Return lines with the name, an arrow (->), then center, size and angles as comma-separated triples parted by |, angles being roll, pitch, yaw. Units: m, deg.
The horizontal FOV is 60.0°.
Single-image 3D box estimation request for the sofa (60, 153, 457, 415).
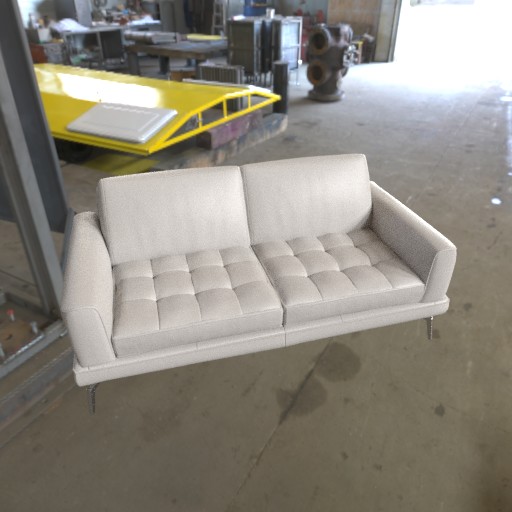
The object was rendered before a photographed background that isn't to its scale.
sofa -> 0.000, 0.000, 2.745 | 2.177, 0.930, 1.121 | -8, 33, -13
